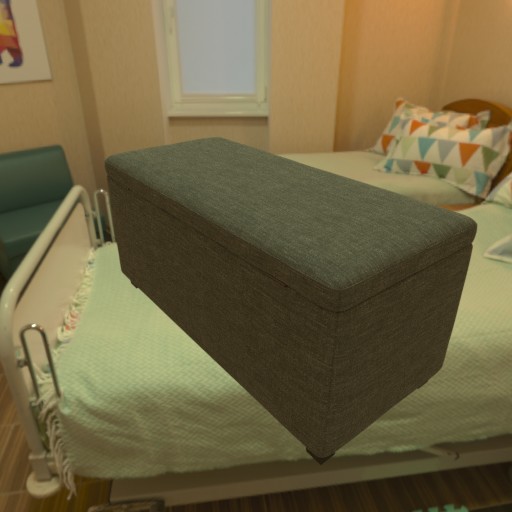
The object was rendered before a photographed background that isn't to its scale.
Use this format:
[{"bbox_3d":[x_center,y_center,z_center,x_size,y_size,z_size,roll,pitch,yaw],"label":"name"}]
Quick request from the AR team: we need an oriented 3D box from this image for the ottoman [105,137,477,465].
[{"bbox_3d":[0.000,0.000,1.127,0.419,0.432,0.902,-20,34,-33],"label":"ottoman"}]
